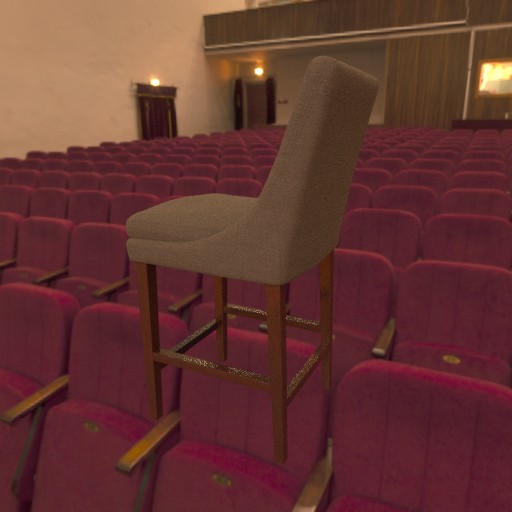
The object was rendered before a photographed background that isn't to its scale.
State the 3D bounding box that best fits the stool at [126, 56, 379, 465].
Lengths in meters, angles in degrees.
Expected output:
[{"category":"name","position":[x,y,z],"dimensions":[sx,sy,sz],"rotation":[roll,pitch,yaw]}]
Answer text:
[{"category":"stool","position":[0.000,0.000,1.277],"dimensions":[0.577,0.981,0.470],"rotation":[8,18,26]}]
